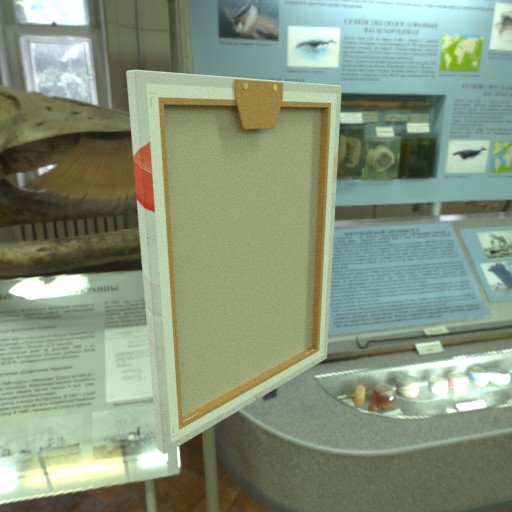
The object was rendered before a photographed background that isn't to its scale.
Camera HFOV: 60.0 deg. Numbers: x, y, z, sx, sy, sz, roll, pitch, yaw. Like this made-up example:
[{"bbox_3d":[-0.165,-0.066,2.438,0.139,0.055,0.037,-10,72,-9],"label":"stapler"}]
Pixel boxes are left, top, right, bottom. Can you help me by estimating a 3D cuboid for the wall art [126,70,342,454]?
[{"bbox_3d":[0.000,0.000,1.368,0.759,1.014,0.045,-16,24,-42],"label":"wall art"}]
